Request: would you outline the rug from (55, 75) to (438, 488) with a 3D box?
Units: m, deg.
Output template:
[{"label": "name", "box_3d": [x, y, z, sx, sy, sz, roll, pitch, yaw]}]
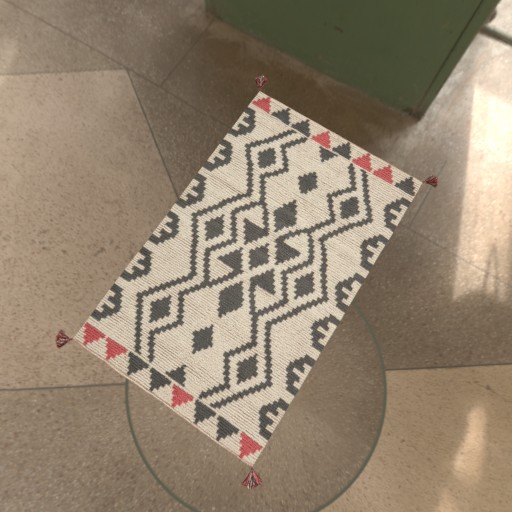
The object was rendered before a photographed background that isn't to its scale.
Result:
[{"label": "rug", "box_3d": [0.000, 0.000, 3.279, 1.741, 0.066, 2.672, 32, 77, 9]}]
